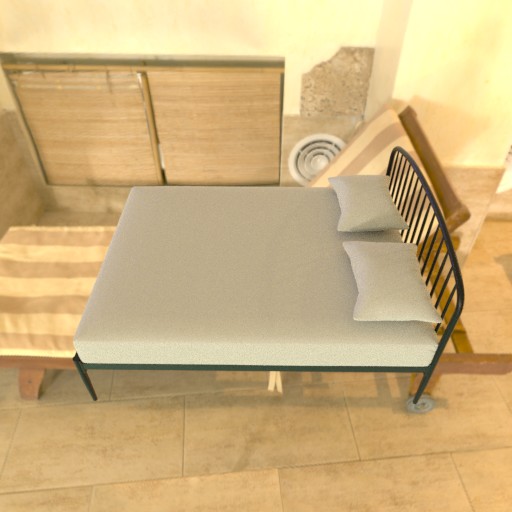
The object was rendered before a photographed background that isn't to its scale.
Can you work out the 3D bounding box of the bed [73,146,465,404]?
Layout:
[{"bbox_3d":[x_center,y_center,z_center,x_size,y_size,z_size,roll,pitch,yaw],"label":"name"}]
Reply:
[{"bbox_3d":[0.000,0.000,3.124,2.159,1.166,1.618,0,42,0],"label":"bed"}]
